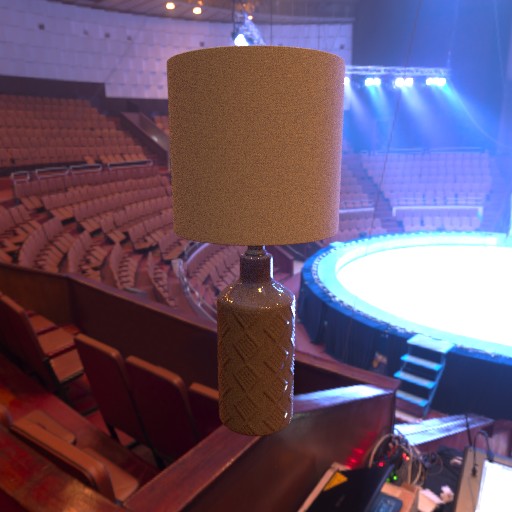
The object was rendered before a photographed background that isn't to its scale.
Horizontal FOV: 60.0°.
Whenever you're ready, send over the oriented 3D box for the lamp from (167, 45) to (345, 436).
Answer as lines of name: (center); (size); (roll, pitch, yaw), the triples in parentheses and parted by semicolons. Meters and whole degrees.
lamp: (0.000, 0.000, 0.574); (0.207, 0.461, 0.207); (7, 15, 27)
